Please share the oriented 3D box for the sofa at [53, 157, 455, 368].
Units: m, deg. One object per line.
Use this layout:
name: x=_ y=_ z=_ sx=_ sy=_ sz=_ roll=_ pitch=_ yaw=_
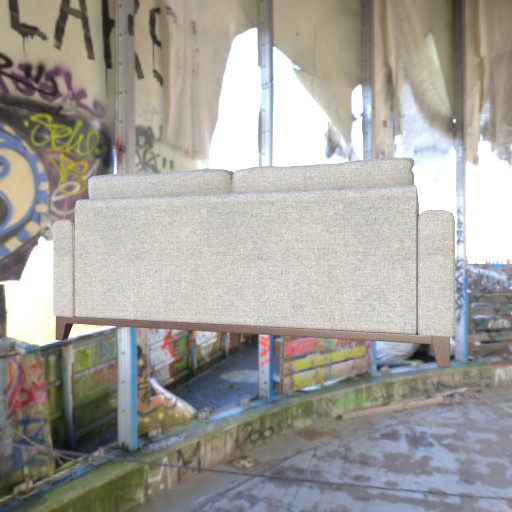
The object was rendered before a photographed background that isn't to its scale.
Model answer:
sofa: x=0.000 y=0.000 z=2.507 sx=1.978 sy=0.892 sz=0.969 roll=0 pitch=0 yaw=17
